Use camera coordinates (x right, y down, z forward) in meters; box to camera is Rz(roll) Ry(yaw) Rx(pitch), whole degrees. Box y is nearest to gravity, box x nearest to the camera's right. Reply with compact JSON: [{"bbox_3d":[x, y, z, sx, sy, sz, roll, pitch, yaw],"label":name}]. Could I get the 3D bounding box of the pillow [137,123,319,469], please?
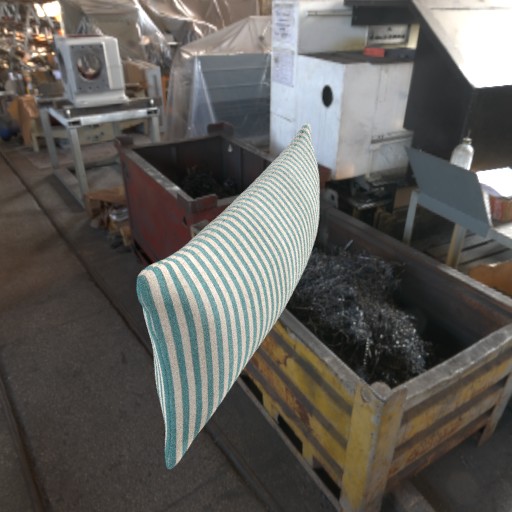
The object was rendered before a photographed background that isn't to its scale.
[{"bbox_3d":[0.000,0.000,0.734,0.151,0.295,0.617,11,32,18],"label":"pillow"}]
